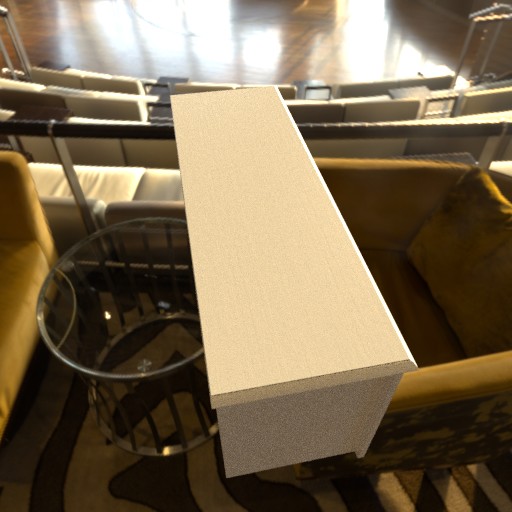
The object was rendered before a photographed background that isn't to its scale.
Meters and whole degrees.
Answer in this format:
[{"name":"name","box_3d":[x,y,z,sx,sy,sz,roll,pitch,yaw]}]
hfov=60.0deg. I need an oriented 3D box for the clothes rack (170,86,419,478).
[{"name":"clothes rack","box_3d":[0.000,0.000,1.438,0.405,0.558,1.218,-8,47,-8]}]
